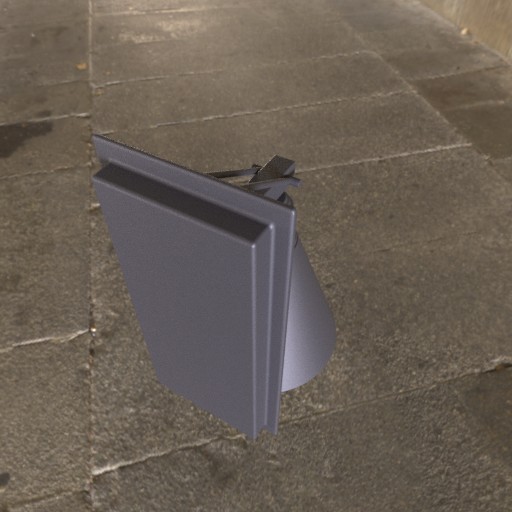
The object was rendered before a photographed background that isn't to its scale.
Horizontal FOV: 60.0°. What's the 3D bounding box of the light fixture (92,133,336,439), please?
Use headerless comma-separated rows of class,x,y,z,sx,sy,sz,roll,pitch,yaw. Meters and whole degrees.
light fixture,0.000,0.000,0.415,0.170,0.298,0.207,23,51,21
